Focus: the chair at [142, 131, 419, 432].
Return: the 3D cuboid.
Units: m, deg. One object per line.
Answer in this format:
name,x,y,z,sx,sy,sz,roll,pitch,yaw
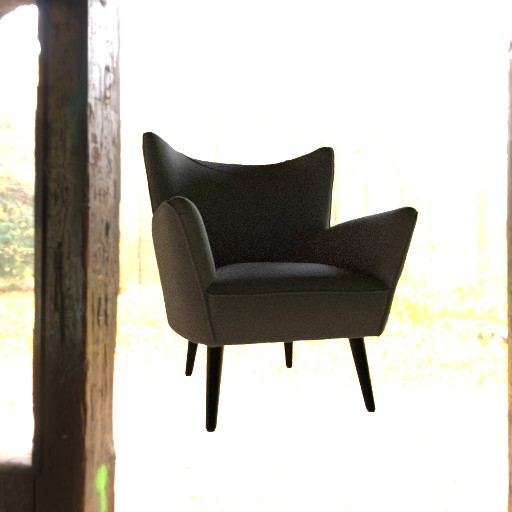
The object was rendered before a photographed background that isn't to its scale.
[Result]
chair,0.000,0.000,1.598,0.781,0.933,0.888,0,0,-18
